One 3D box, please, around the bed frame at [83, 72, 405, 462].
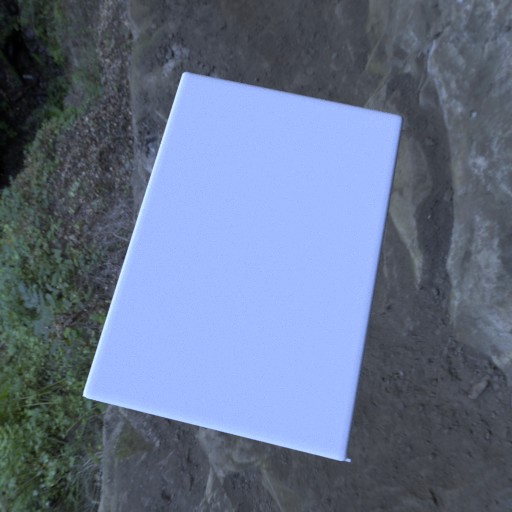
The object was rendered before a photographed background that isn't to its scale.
[{"bbox_3d":[0.000,0.000,2.616,1.445,0.497,1.945,13,76,3],"label":"bed frame"}]
